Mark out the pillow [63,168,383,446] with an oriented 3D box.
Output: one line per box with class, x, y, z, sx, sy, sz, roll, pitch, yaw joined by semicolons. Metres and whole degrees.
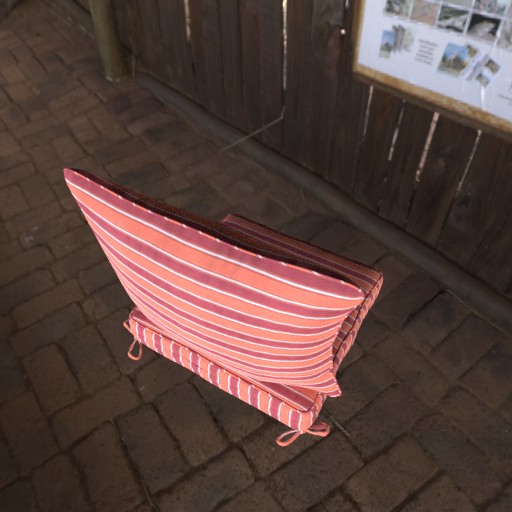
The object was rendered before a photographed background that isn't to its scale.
pillow;0.000;0.000;1.379;0.799;0.723;0.733;23;50;21
